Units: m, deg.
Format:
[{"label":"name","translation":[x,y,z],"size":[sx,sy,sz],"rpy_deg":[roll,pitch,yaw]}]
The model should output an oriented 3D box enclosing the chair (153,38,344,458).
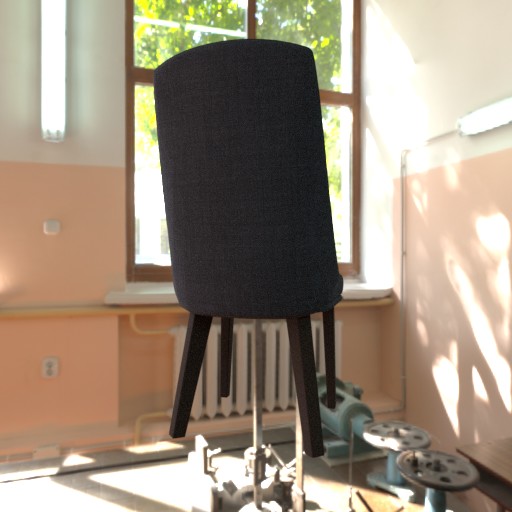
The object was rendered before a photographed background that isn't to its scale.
[{"label":"chair","translation":[0.000,0.000,1.350],"size":[0.510,1.050,0.577],"rpy_deg":[0,0,17]}]
